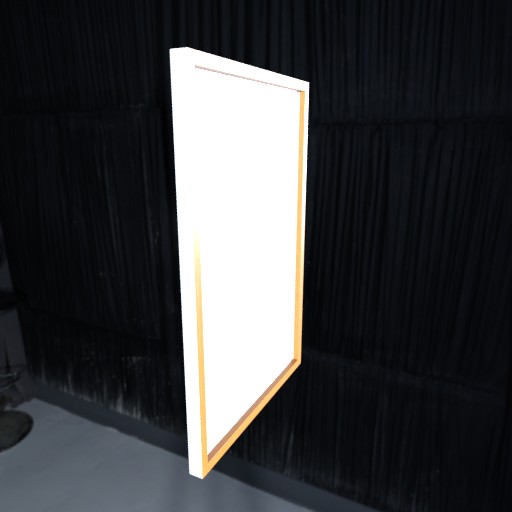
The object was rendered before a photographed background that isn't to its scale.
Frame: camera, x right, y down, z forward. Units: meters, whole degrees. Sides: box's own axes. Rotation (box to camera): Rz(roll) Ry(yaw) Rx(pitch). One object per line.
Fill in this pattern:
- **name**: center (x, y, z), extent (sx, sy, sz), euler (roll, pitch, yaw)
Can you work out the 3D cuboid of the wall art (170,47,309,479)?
- **wall art**: center (0.000, 0.000, 0.778), extent (0.025, 0.608, 0.405), euler (8, 17, 26)
